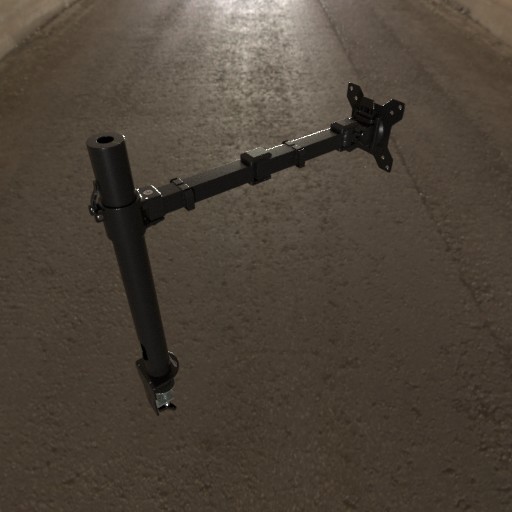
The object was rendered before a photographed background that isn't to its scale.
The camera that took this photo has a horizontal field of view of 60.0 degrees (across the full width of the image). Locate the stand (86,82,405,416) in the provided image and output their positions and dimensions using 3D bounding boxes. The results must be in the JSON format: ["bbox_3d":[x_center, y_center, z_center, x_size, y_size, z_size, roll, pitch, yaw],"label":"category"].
[{"bbox_3d":[0.000,0.000,0.713,0.456,0.510,0.115,-25,46,-27],"label":"stand"}]
